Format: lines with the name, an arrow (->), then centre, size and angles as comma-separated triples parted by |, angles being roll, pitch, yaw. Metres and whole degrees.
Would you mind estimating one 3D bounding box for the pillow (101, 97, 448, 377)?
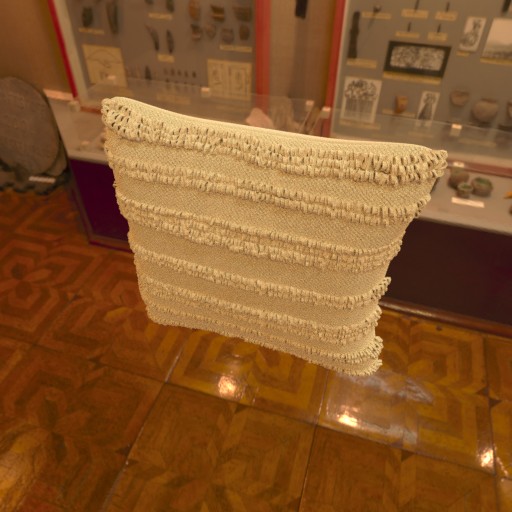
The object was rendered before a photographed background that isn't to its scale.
pillow -> 0.000, 0.000, 0.659 | 0.437, 0.427, 0.145 | 13, 44, 14
